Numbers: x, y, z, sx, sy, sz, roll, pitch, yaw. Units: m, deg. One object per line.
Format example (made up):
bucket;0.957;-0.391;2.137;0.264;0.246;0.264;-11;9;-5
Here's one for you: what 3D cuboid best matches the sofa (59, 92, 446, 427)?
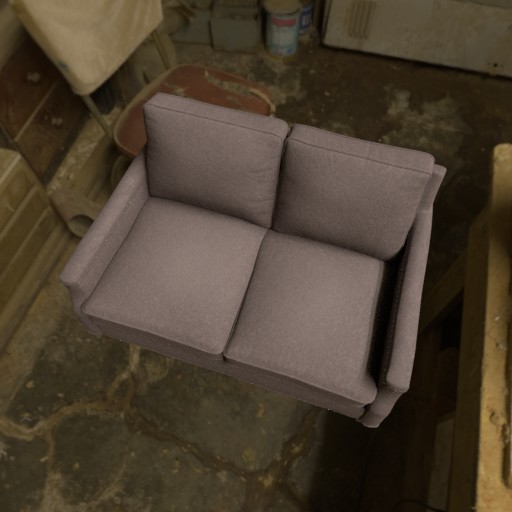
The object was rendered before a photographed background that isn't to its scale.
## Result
sofa;0.000;0.000;2.207;1.597;1.003;1.084;16;61;9
